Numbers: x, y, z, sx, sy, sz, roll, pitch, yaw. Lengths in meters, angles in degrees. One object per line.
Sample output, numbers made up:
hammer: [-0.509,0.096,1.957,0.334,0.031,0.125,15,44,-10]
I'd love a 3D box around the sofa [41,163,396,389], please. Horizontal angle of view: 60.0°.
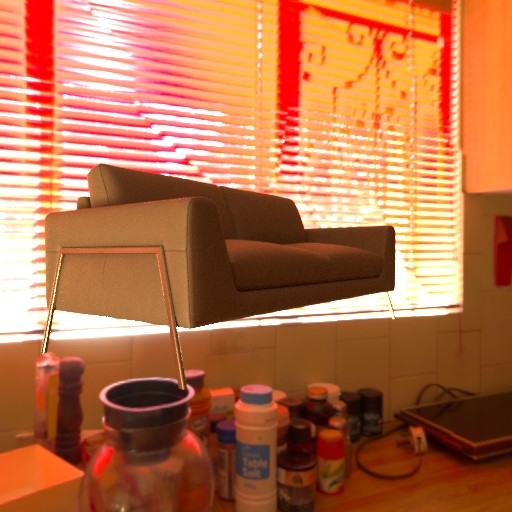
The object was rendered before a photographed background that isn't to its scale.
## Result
sofa: [0.000,0.000,2.538,0.953,0.875,2.017,0,0,37]
